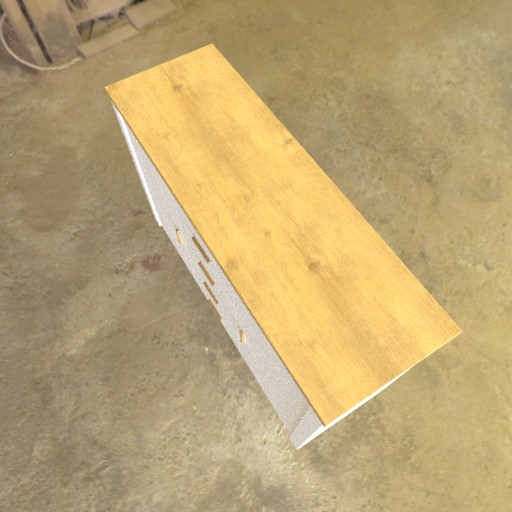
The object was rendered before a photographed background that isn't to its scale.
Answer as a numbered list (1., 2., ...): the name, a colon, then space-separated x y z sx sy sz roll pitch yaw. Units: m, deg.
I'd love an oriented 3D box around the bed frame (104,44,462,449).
1. bed frame: 0.000 0.000 1.707 0.430 0.850 1.300 -29 66 -14
